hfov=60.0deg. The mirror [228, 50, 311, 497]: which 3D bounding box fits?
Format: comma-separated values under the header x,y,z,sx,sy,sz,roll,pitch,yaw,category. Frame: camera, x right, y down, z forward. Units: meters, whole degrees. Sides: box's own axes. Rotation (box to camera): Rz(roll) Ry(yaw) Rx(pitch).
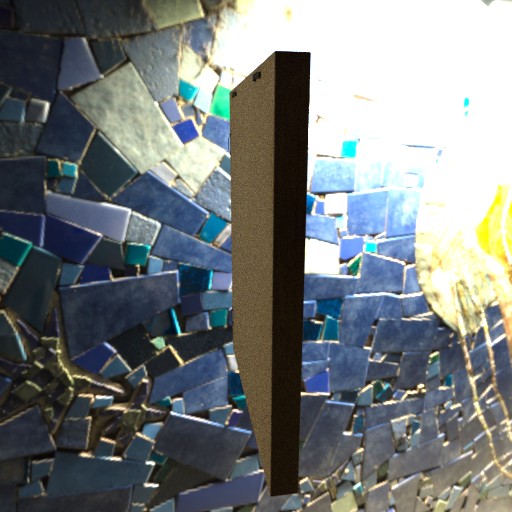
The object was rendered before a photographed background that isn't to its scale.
x,y,z,sx,sy,sz,roll,pitch,yaw,category
0.000,0.000,0.677,0.041,0.508,0.405,-2,15,-9,mirror
